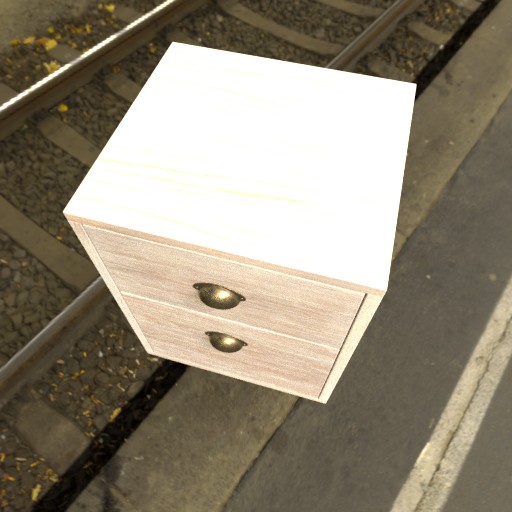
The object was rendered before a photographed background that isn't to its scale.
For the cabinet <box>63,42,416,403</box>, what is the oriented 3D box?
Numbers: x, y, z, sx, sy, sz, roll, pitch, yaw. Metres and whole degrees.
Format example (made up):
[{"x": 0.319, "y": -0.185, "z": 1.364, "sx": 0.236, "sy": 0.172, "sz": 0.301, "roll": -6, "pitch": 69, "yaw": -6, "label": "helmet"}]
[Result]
[{"x": 0.000, "y": 0.000, "z": 0.868, "sx": 0.409, "sy": 0.579, "sz": 0.401, "roll": 14, "pitch": 59, "yaw": 8, "label": "cabinet"}]
